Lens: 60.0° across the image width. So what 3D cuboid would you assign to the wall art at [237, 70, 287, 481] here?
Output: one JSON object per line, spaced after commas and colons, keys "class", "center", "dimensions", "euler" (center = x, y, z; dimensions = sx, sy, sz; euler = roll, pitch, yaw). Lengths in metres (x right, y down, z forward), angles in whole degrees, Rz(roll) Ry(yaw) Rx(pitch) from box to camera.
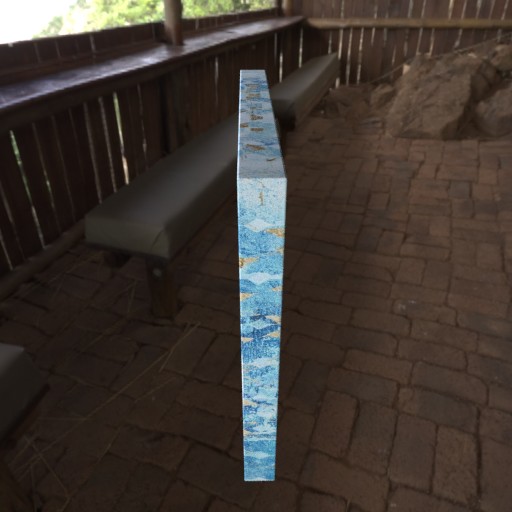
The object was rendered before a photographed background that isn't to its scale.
{"class": "wall art", "center": [0.000, 0.000, 0.611], "dimensions": [0.037, 0.405, 0.405], "euler": [-1, 33, -1]}
